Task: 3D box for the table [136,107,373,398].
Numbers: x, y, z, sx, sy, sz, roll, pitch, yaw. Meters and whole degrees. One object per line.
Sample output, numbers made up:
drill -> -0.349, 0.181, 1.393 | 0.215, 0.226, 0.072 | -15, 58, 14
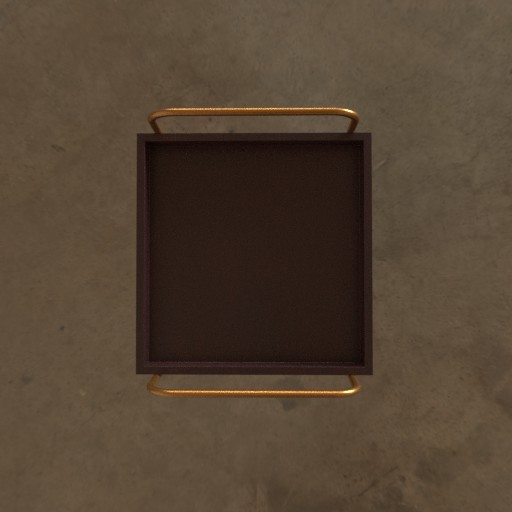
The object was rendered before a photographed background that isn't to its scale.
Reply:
table -> 0.000, 0.000, 1.003 | 0.430, 0.710, 0.430 | 0, 89, 1
